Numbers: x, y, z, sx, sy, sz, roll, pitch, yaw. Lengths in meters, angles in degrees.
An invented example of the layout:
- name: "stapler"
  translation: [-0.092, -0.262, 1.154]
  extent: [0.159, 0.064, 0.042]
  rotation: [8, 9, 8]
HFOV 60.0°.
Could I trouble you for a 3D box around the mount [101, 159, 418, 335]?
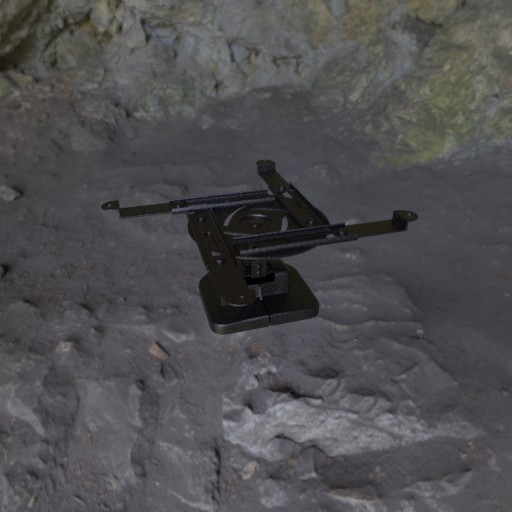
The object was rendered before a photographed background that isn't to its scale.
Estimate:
- name: "mount"
  translation: [0.000, 0.000, 0.622]
  extent: [0.394, 0.141, 0.394]
  rotation: [-8, 31, -14]
